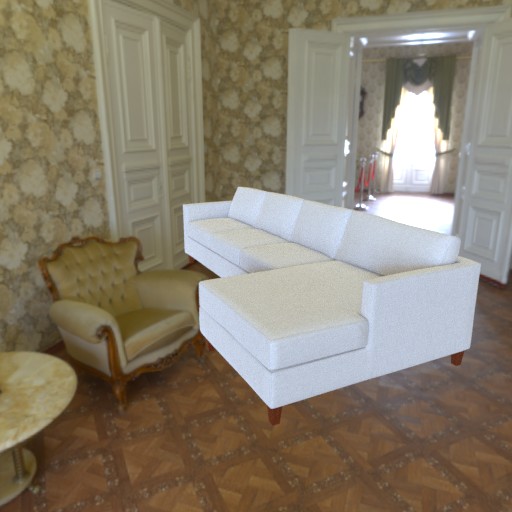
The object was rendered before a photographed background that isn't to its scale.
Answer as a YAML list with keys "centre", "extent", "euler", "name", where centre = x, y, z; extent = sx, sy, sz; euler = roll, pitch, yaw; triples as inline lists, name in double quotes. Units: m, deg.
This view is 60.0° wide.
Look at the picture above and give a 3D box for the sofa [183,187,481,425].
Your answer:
- centre: [0.000, 0.000, 4.102]
  extent: [1.599, 0.954, 3.471]
  euler: [-7, 17, -26]
  name: "sofa"
